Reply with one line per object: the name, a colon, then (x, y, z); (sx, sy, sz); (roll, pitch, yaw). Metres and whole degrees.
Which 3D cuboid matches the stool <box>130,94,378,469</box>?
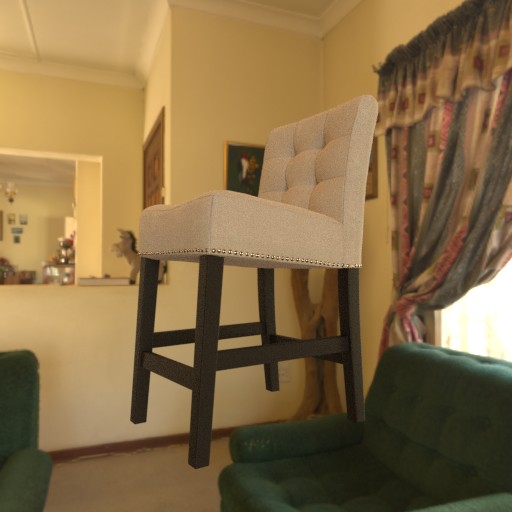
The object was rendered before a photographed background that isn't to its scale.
stool: (0.000, 0.000, 1.218); (0.571, 0.885, 0.427); (1, -1, -37)
